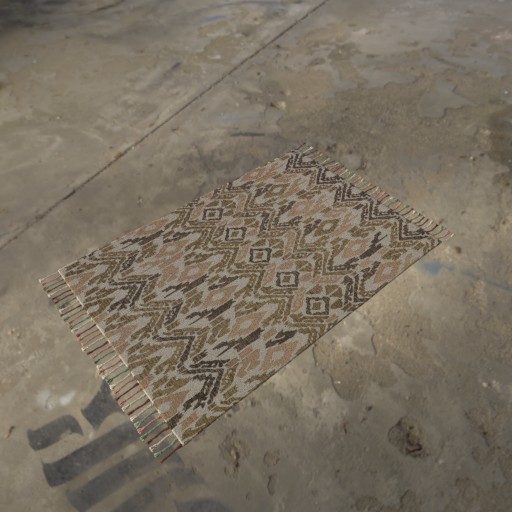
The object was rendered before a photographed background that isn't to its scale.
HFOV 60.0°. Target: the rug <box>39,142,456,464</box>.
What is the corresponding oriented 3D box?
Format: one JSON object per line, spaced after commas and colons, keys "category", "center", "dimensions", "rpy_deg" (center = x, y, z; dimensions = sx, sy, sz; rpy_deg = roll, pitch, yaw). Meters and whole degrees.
{"category": "rug", "center": [0.000, 0.000, 2.999], "dimensions": [2.438, 0.008, 1.524], "rpy_deg": [-32, 55, -26]}
